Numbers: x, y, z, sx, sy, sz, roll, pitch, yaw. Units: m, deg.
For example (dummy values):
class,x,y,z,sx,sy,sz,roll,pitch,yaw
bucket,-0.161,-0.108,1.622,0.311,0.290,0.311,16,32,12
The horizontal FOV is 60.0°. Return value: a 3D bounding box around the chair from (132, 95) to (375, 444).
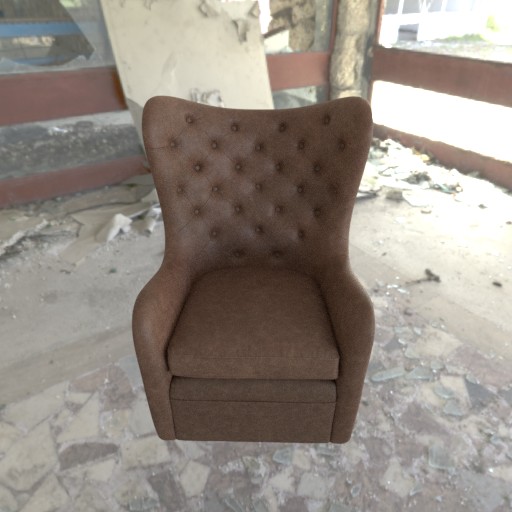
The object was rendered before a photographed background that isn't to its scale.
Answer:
class,x,y,z,sx,sy,sz,roll,pitch,yaw
chair,0.000,0.000,1.712,0.831,1.079,0.930,1,31,1
